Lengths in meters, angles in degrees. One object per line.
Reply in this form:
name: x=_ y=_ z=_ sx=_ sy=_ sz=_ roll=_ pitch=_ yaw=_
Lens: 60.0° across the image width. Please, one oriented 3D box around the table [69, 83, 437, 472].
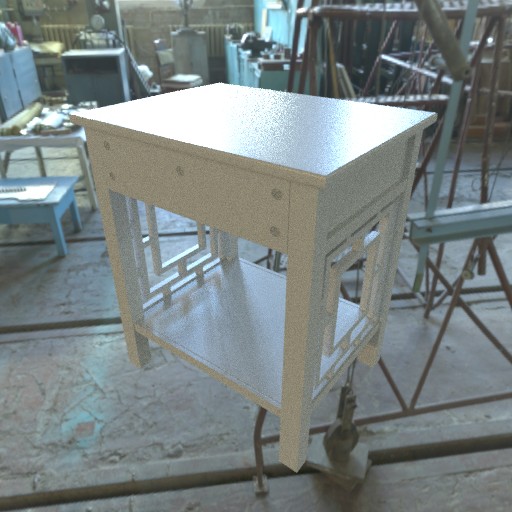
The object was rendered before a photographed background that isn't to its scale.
table: x=0.000 y=0.000 z=1.025 sx=0.564 sy=0.646 sz=0.451 roll=21 pitch=37 yaw=31
